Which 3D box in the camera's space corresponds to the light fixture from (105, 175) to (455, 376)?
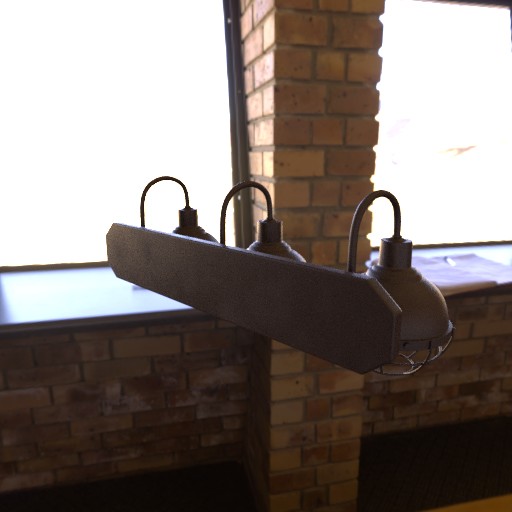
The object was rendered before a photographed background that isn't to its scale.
[{"bbox_3d":[0.000,0.000,0.755,0.229,0.254,0.634,-13,18,-43],"label":"light fixture"}]
